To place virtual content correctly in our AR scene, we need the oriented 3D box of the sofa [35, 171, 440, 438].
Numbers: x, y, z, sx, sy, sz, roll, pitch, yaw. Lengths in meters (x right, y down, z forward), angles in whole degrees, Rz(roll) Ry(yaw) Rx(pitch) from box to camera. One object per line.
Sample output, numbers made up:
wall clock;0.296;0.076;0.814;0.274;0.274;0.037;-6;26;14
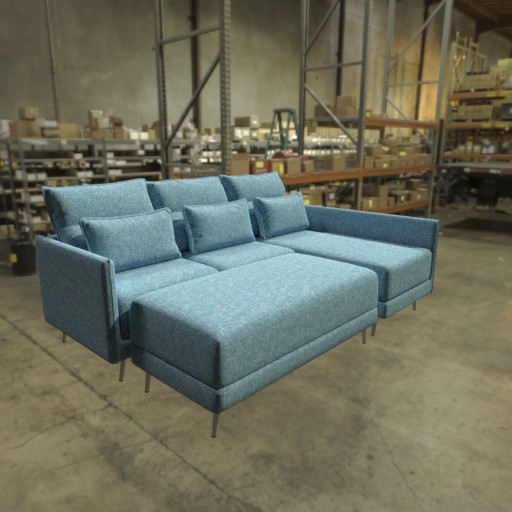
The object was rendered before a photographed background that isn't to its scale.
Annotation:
sofa;0.000;0.000;2.694;1.420;0.899;2.034;13;20;42
